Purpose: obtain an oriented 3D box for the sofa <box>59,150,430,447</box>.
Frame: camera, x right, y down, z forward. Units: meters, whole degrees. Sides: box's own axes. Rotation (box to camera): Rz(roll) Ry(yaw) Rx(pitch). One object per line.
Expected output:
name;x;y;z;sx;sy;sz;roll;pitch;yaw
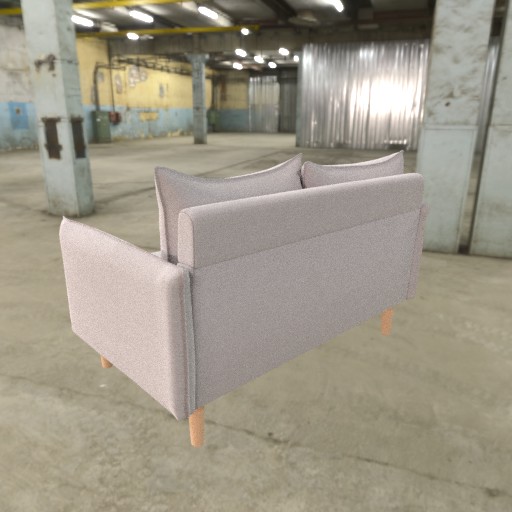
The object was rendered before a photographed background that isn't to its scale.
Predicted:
sofa;0.000;0.000;1.801;1.300;0.840;0.820;-15;23;-41
